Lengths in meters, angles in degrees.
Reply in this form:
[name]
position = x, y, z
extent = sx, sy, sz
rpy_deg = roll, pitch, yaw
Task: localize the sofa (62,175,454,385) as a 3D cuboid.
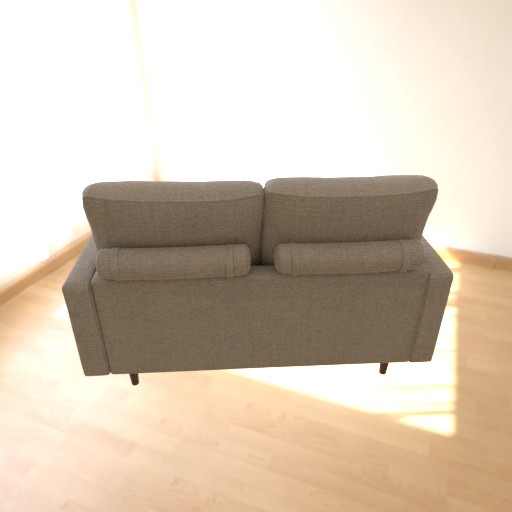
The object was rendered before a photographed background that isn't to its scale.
[sofa]
position = 0.000, 0.000, 1.958
extent = 1.407, 0.907, 0.842
rpy_deg = -2, 30, -3
